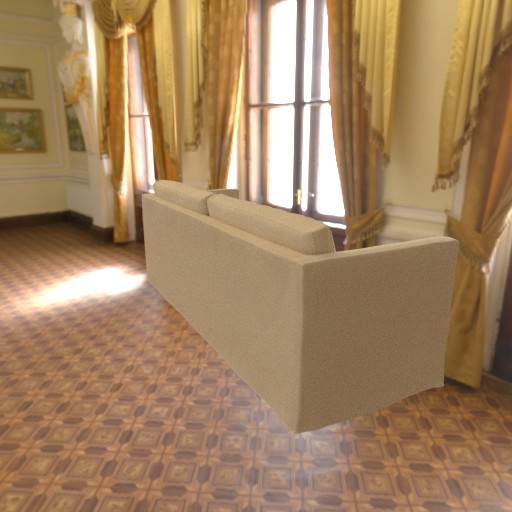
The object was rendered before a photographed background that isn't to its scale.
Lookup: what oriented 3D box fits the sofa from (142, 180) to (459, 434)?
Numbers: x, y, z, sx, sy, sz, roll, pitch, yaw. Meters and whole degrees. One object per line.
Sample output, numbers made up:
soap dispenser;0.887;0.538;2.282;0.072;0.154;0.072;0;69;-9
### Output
sofa;0.000;0.000;3.355;1.036;0.999;2.779;-8;17;-27
